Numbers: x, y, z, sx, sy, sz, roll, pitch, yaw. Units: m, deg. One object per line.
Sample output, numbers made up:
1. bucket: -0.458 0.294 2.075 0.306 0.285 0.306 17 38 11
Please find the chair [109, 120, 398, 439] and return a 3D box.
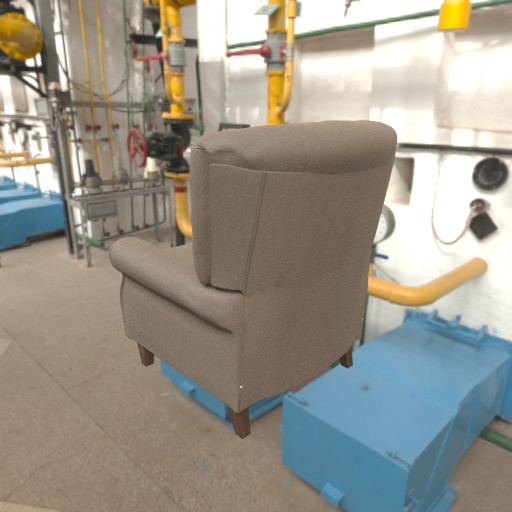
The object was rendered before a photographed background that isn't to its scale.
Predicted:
1. chair: 0.000 0.000 1.918 0.999 1.138 1.041 -17 25 -41
